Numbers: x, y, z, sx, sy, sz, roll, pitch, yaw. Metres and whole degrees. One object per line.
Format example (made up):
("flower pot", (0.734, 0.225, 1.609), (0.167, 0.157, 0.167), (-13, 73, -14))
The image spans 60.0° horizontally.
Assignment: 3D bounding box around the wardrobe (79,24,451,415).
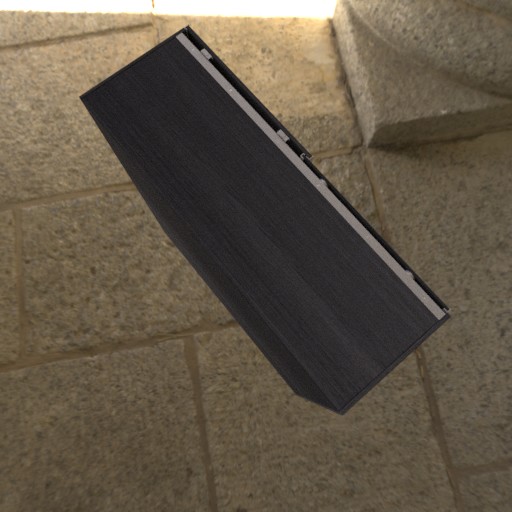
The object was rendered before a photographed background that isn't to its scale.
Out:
("wardrobe", (0.000, 0.000, 2.833), (0.629, 1.960, 1.780), (-38, 78, -10))
